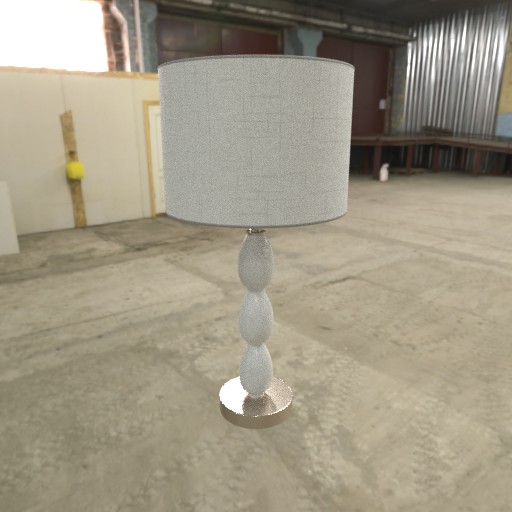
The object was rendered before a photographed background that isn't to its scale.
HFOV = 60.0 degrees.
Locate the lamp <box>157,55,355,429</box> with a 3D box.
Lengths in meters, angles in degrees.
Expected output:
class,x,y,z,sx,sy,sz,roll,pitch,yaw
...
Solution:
class,x,y,z,sx,sy,sz,roll,pitch,yaw
lamp,0.000,0.000,0.718,0.280,0.559,0.282,-3,16,-9
